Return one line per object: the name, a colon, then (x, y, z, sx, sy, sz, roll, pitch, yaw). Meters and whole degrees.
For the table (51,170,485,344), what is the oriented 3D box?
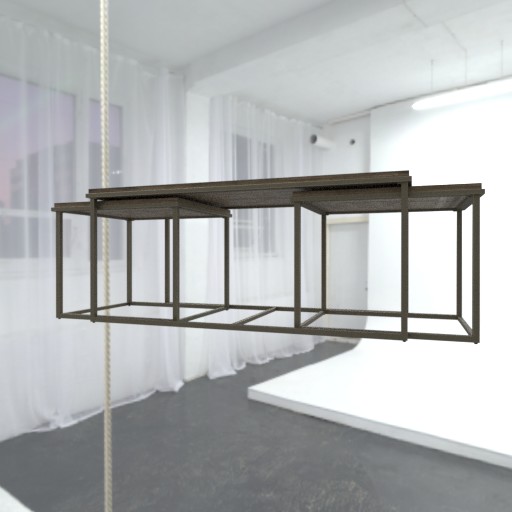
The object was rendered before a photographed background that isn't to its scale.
table: (0.000, 0.000, 1.480, 1.312, 0.427, 0.489, 0, 0, 19)
